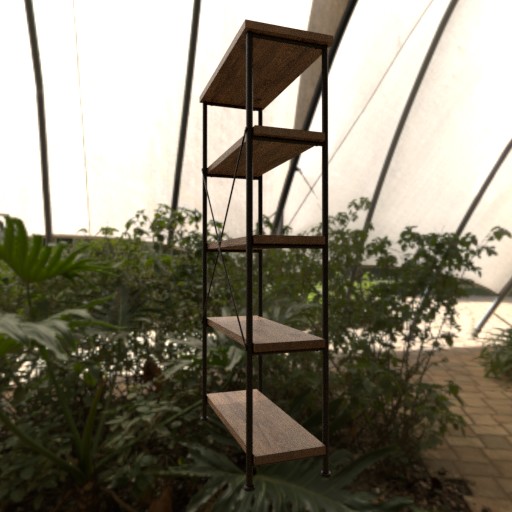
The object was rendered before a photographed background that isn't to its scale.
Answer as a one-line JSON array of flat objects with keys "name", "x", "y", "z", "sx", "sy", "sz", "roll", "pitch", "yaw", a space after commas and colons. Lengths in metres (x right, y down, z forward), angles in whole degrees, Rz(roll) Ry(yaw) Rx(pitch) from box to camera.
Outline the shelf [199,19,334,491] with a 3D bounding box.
[{"name": "shelf", "x": 0.000, "y": 0.000, "z": 2.026, "sx": 0.360, "sy": 1.700, "sz": 0.800, "roll": 0, "pitch": -1, "yaw": -19}]
